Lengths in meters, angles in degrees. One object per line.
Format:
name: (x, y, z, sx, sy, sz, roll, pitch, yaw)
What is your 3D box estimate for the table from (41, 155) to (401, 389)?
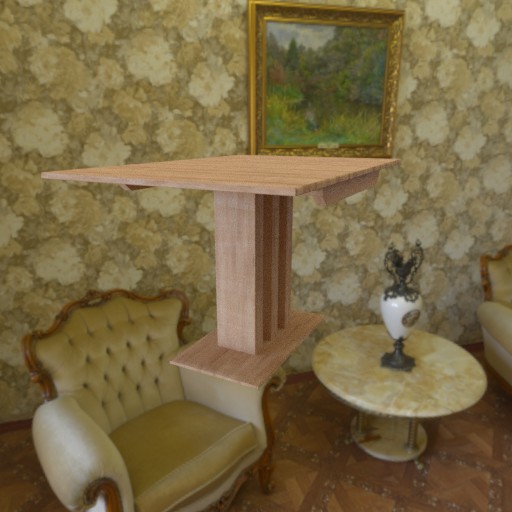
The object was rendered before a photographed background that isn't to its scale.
table: (0.000, 0.000, 1.898, 0.900, 0.770, 1.300, 8, 18, 27)
